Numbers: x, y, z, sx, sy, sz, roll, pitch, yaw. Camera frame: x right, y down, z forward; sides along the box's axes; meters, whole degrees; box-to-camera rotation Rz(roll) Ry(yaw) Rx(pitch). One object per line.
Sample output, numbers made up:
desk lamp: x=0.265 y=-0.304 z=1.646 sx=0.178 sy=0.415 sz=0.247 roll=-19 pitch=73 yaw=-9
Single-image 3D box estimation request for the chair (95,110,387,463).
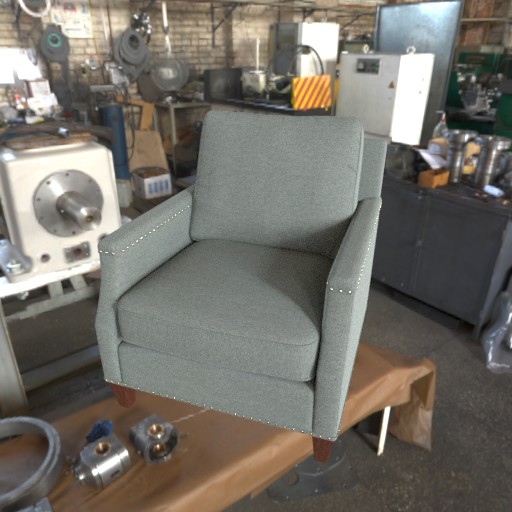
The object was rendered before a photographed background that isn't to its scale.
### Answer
chair: x=0.000 y=0.000 z=1.789 sx=0.885 sy=1.031 sz=1.031 roll=8 pitch=27 yaw=17
